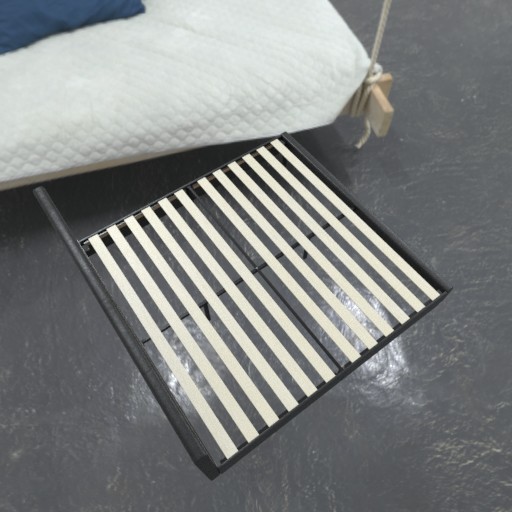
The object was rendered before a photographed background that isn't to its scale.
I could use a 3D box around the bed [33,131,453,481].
[{"bbox_3d":[0.000,0.000,3.237,2.152,1.046,2.018,-32,64,-18],"label":"bed"}]
